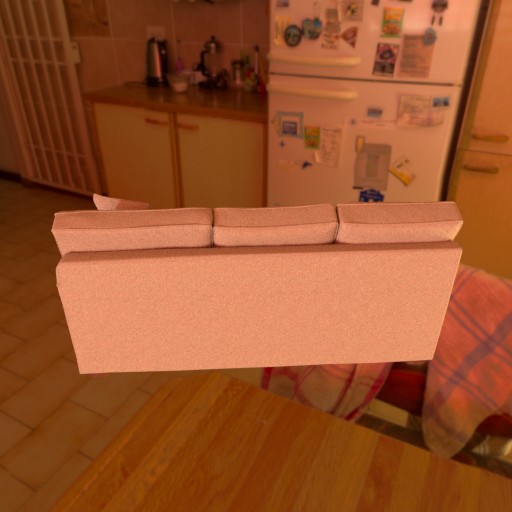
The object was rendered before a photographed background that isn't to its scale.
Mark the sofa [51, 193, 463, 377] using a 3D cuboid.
[{"bbox_3d":[0.000,0.000,2.650,1.963,0.946,1.034,-2,30,-3],"label":"sofa"}]
